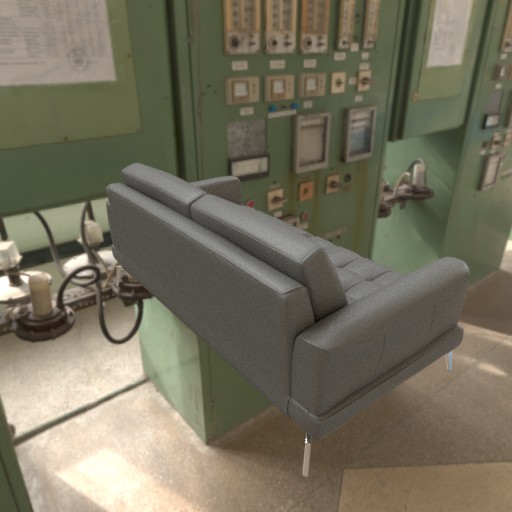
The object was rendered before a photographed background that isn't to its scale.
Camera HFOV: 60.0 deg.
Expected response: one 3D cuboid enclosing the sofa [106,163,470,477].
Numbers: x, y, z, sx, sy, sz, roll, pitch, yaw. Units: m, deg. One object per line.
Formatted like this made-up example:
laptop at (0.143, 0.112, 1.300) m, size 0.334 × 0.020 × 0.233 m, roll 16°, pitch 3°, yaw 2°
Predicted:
sofa at (0.000, 0.000, 2.685) m, size 1.121 × 0.930 × 2.177 m, roll -18°, pitch 31°, yaw -33°
